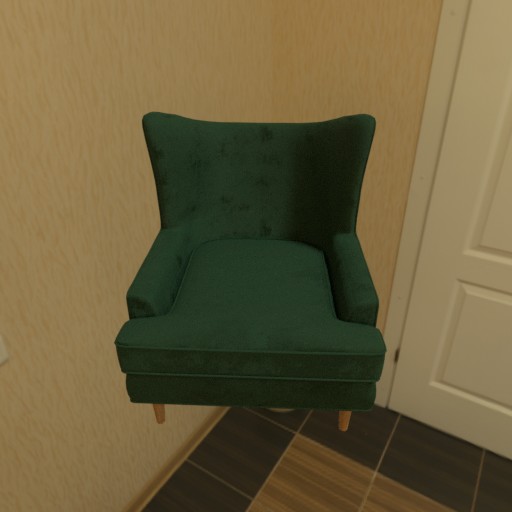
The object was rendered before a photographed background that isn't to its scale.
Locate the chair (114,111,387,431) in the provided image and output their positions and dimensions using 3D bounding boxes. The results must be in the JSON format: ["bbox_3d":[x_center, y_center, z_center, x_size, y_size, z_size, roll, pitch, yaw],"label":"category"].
[{"bbox_3d":[0.000,0.000,1.613,0.793,0.952,0.910,1,29,2],"label":"chair"}]
